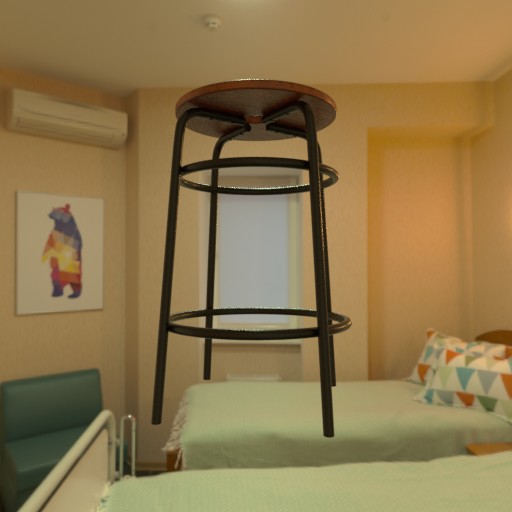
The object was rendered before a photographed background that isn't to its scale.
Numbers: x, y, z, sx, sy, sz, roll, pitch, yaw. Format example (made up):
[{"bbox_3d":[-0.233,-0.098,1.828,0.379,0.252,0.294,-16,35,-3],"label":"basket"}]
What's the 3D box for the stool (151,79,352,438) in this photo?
[{"bbox_3d":[0.000,0.000,0.931,0.455,0.610,0.455,1,-1,-34],"label":"stool"}]
